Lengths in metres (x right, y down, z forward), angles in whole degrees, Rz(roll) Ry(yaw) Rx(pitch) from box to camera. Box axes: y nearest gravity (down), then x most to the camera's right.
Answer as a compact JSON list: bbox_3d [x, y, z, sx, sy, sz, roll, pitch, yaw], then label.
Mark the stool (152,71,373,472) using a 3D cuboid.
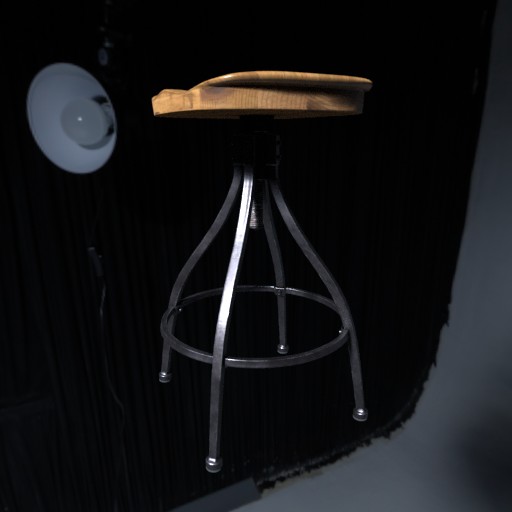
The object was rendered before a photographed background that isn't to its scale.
[{"bbox_3d":[0.000,0.000,0.963,0.424,0.694,0.432,-7,17,-25],"label":"stool"}]
